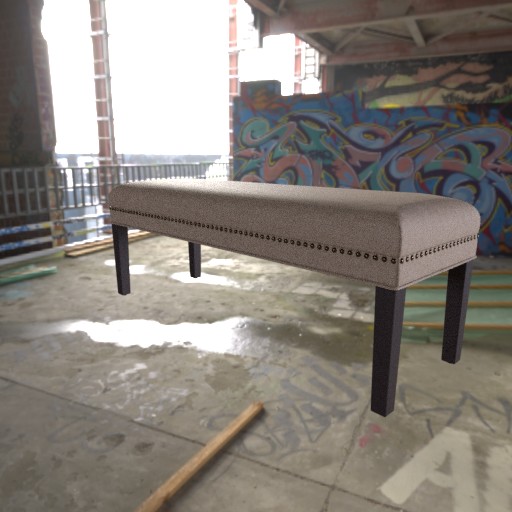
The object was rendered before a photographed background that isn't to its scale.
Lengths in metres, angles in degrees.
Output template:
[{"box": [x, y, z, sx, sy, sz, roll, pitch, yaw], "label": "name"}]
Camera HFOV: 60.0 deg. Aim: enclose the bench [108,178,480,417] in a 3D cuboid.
[{"box": [0.000, 0.000, 1.442, 0.410, 0.457, 1.219, -12, 18, -43], "label": "bench"}]
